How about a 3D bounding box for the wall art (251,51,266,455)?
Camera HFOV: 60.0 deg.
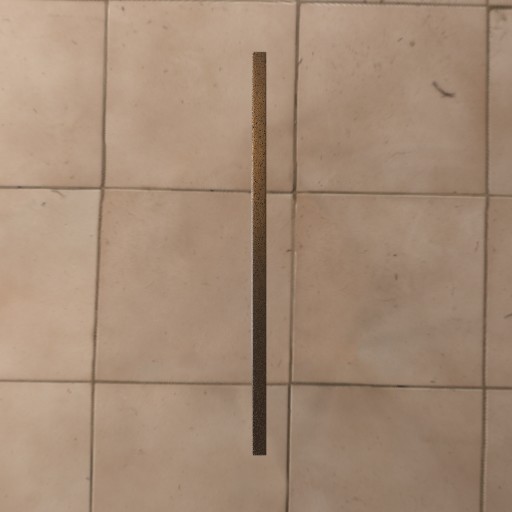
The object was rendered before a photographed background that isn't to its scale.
[{"bbox_3d":[0.000,0.000,0.677,0.013,0.529,0.376,0,89,-1],"label":"wall art"}]
